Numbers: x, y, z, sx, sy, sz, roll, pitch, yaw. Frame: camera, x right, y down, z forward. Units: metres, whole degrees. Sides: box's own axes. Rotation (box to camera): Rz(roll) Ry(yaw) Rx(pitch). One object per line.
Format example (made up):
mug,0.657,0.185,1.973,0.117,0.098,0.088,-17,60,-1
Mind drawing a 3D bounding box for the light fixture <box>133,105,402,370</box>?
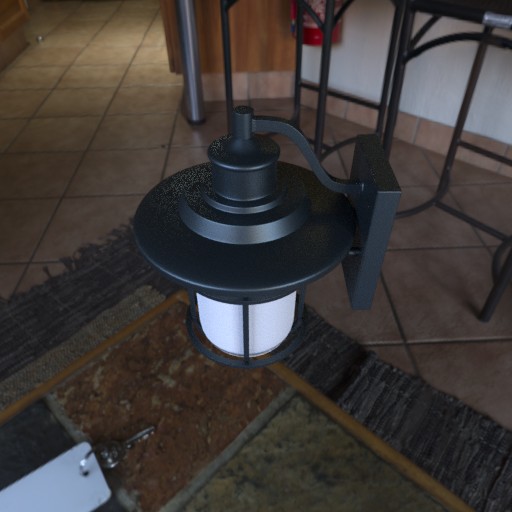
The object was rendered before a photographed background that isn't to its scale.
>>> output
light fixture,0.000,0.000,0.502,0.252,0.345,0.222,0,42,0
